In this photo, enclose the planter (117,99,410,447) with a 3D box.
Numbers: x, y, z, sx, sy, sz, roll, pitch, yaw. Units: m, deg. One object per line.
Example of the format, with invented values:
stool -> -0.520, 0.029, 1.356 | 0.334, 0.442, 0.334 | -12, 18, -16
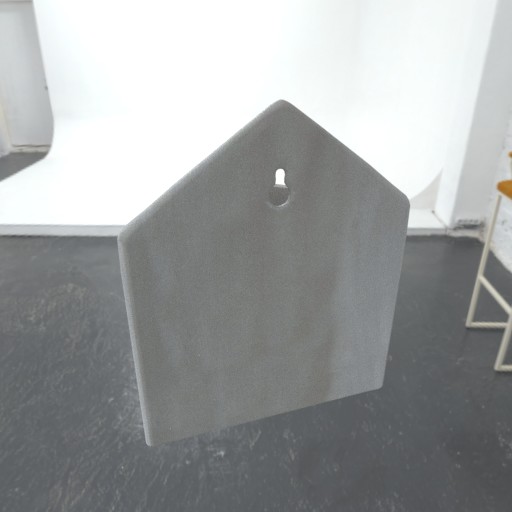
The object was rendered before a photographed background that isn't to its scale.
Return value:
planter -> 0.000, 0.000, 0.278 | 0.163, 0.194, 0.080 | -8, 27, -17
